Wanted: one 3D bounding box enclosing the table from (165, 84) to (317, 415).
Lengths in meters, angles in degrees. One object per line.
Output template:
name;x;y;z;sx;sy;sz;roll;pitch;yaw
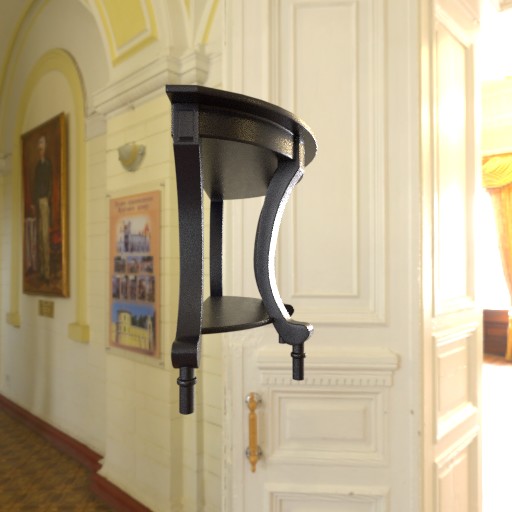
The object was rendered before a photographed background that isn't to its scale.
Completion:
table;0.000;0.000;1.501;0.394;0.692;1.198;0;0;-1
